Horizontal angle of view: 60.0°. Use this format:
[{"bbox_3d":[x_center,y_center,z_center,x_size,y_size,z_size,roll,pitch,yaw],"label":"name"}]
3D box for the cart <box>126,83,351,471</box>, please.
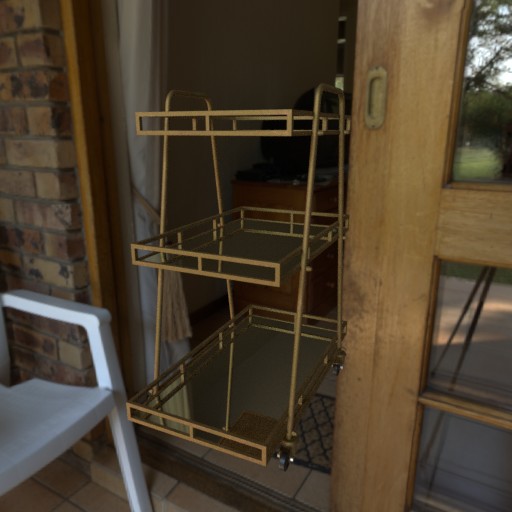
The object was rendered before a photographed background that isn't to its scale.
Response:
[{"bbox_3d":[0.000,0.000,1.249,0.441,0.883,0.711,7,18,24],"label":"cart"}]
